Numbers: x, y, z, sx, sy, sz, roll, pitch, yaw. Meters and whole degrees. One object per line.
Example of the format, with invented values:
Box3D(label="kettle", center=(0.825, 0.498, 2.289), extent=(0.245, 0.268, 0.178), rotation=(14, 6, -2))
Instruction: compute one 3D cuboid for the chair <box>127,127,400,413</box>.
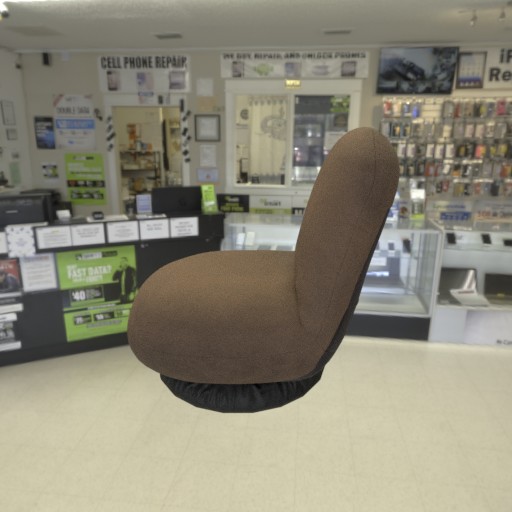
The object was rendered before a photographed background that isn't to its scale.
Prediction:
Box3D(label="chair", center=(0.000, 0.000, 1.063), extent=(0.597, 0.594, 0.521), rotation=(3, 16, 9))
